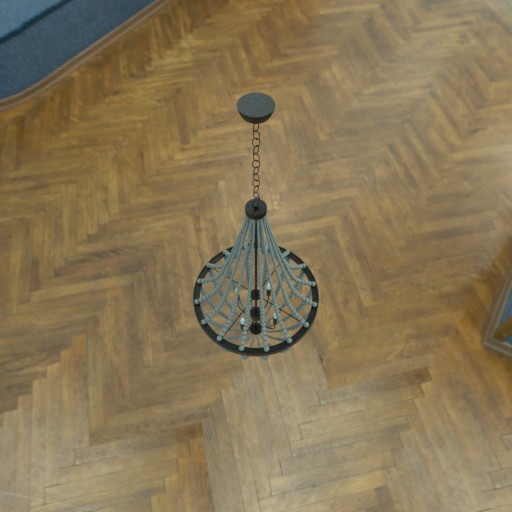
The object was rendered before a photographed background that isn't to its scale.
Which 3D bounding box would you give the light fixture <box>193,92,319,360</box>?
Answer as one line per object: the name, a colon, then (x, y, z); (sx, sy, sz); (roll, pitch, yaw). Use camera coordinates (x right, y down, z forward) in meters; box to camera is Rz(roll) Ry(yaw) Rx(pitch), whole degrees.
light fixture: (0.000, 0.000, 1.376); (0.450, 1.133, 0.450); (0, 57, 0)
